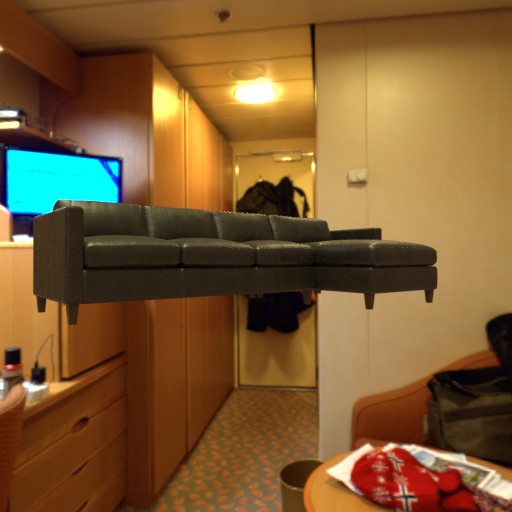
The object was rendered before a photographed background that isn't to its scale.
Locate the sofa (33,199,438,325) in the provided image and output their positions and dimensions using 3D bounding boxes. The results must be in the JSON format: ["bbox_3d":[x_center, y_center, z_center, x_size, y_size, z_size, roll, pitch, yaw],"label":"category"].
[{"bbox_3d":[0.000,0.000,3.831,3.203,0.883,1.581,0,-1,-38],"label":"sofa"}]
